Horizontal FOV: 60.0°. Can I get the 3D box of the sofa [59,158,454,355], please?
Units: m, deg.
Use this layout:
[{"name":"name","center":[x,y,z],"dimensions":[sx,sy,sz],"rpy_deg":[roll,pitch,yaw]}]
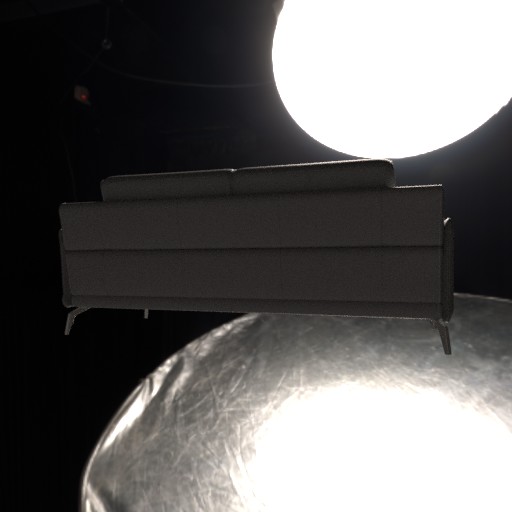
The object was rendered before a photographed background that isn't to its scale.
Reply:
[{"name":"sofa","center":[0.000,0.000,2.626],"dimensions":[2.100,0.900,0.969],"rpy_deg":[0,-1,17]}]
